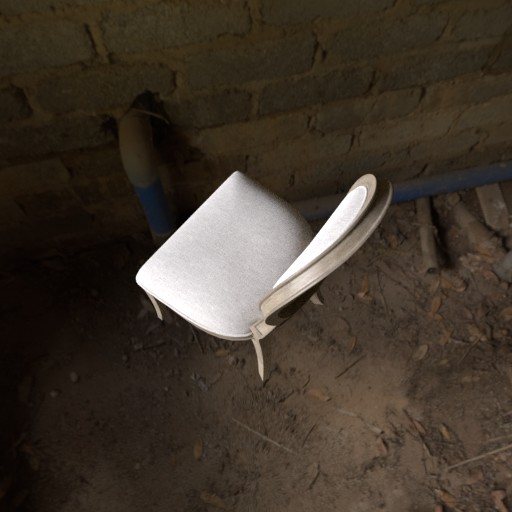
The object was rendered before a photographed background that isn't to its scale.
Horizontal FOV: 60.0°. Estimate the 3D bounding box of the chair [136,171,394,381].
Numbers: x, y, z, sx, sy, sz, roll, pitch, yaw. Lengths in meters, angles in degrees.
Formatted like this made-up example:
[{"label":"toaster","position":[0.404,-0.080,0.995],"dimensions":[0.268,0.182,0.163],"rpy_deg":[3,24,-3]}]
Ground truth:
[{"label":"chair","position":[0.000,0.000,1.389],"dimensions":[0.602,0.990,0.558],"rpy_deg":[34,68,16]}]
